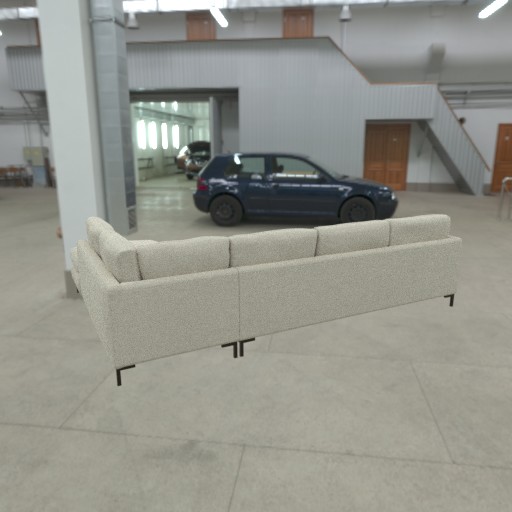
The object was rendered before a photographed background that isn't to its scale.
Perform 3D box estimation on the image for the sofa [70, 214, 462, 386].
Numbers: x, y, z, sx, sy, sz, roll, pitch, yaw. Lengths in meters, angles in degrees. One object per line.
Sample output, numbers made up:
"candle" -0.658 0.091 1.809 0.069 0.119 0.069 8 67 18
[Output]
"sofa" 0.000 0.000 3.985 2.949 0.815 2.007 -7 16 -27
